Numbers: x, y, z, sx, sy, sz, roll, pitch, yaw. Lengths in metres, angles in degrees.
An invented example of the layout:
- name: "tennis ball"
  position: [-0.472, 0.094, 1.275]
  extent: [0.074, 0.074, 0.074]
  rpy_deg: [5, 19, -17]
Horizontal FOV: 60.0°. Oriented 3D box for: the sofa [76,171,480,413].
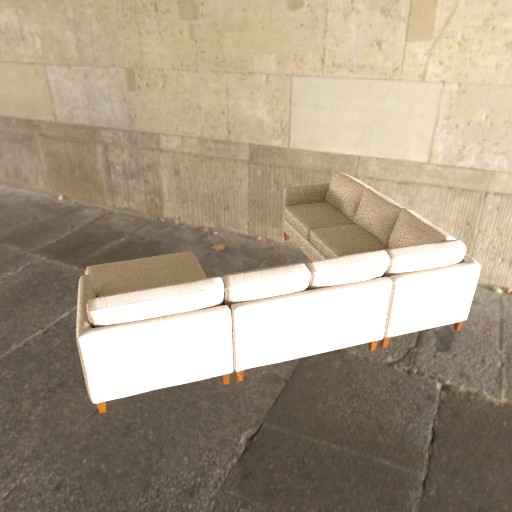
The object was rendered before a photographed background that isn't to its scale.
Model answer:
- name: "sofa"
  position: [0.000, 0.000, 4.685]
  extent: [3.460, 0.961, 2.594]
  rpy_deg: [-9, 28, -16]
